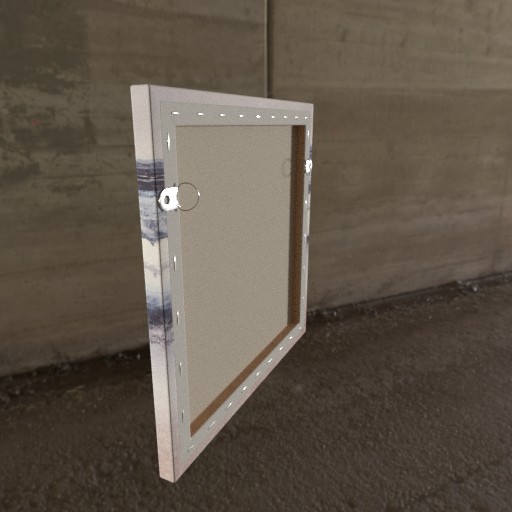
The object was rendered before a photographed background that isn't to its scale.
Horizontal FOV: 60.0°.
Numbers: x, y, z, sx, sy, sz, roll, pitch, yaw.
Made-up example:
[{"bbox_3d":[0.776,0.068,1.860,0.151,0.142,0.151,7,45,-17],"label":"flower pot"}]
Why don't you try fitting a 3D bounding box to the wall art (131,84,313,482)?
[{"bbox_3d":[0.000,0.000,1.104,0.065,0.747,0.755,8,18,25],"label":"wall art"}]
